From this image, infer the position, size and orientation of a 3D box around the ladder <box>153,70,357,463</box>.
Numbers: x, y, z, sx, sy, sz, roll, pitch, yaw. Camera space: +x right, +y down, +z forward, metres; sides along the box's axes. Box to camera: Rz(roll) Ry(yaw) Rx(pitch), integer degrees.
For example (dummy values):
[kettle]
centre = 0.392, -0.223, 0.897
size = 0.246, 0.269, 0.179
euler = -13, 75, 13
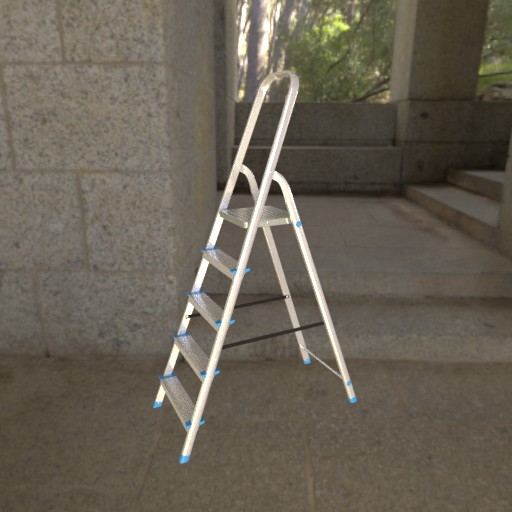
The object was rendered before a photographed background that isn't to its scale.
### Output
[ladder]
centre = 0.000, 0.000, 2.123
size = 0.990, 1.648, 0.468
euler = -9, 19, -26
